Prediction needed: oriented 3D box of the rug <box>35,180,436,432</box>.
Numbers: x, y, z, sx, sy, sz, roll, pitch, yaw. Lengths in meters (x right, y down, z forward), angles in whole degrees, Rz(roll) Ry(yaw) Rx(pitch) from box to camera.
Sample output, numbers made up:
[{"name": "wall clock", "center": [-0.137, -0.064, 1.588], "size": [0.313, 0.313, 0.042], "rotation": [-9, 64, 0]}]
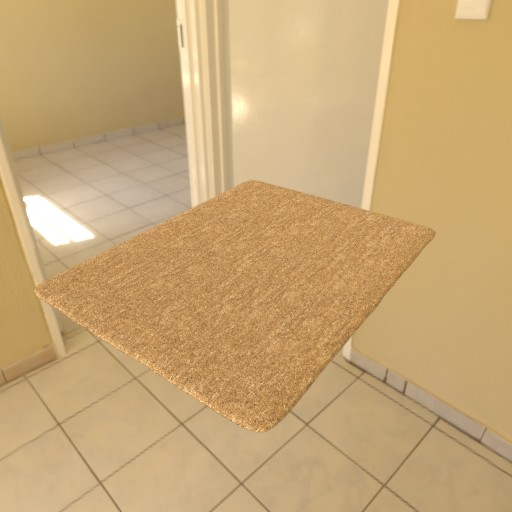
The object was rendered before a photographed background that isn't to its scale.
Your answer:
[{"name": "rug", "center": [0.000, 0.000, 3.808], "size": [2.242, 0.050, 2.873], "rotation": [21, 37, 30]}]
